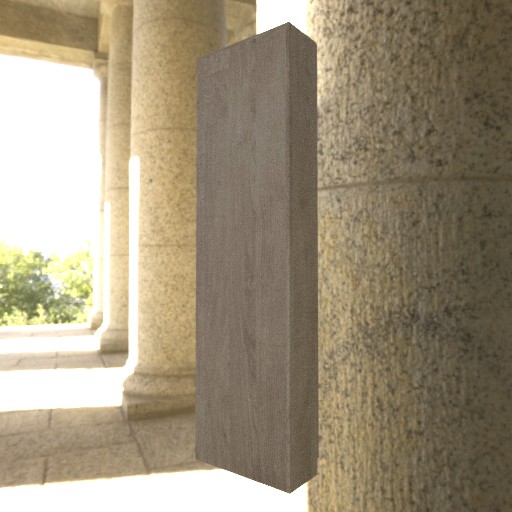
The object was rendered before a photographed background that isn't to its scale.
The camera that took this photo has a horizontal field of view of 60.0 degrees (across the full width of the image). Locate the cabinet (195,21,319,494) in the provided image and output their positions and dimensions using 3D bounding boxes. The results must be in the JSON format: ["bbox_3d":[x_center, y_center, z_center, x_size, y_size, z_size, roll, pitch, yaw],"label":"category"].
[{"bbox_3d":[0.000,0.000,1.920,0.500,1.790,0.230,-1,-2,38],"label":"cabinet"}]
